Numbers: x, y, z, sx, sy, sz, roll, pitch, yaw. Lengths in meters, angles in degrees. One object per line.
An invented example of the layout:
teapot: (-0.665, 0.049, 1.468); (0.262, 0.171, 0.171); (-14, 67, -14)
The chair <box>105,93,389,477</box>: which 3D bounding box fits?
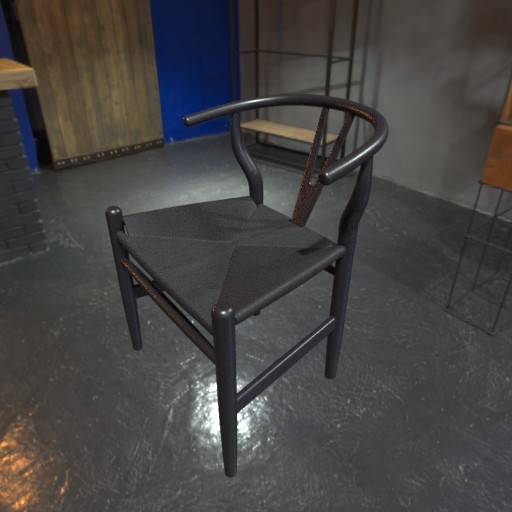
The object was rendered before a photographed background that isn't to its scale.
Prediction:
chair: (0.000, 0.000, 1.166); (0.579, 0.730, 0.569); (-21, 36, -31)
